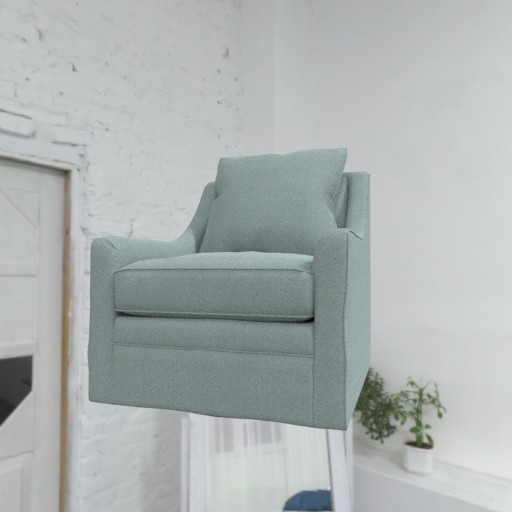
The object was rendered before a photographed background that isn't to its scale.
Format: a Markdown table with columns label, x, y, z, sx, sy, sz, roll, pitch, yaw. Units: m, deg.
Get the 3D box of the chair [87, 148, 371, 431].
| label | x | y | z | sx | sy | sz | roll | pitch | yaw |
| --- | --- | --- | --- | --- | --- | --- | --- | --- | --- |
| chair | 0.000 | 0.000 | 1.596 | 0.760 | 0.926 | 0.870 | -1 | -2 | 19 |
